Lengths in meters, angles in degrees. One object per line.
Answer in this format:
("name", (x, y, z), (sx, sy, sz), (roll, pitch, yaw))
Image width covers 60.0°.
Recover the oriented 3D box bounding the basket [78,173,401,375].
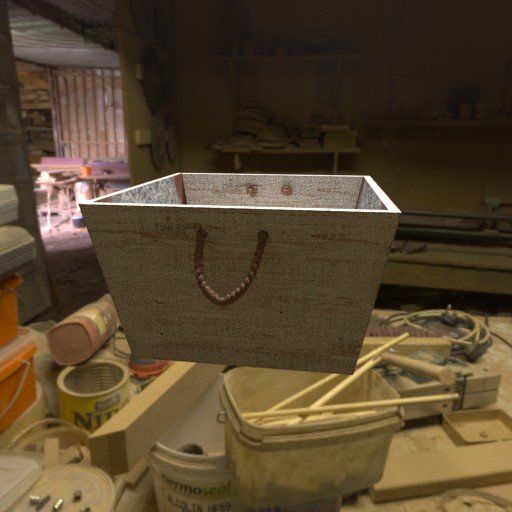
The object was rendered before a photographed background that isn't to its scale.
("basket", (0.000, 0.000, 0.786), (0.413, 0.247, 0.545), (2, 16, 8))
